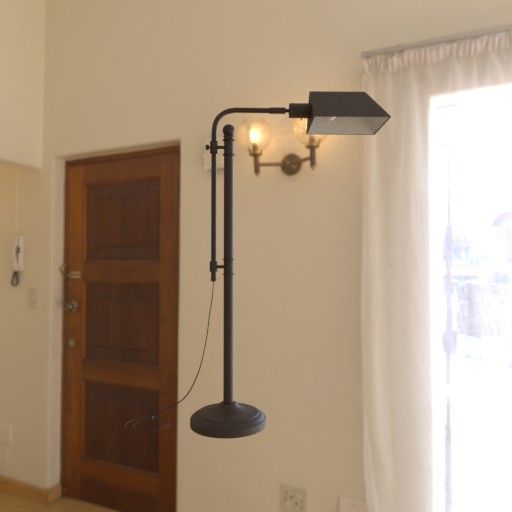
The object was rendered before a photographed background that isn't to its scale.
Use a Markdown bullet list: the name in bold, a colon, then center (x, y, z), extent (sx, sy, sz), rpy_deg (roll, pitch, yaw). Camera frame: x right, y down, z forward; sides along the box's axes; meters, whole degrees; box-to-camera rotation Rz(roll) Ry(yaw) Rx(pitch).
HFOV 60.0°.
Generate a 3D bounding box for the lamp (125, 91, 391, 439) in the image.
- **lamp**: center (0.000, 0.000, 0.943), extent (0.545, 0.708, 0.159), rpy_deg (0, -2, -1)
